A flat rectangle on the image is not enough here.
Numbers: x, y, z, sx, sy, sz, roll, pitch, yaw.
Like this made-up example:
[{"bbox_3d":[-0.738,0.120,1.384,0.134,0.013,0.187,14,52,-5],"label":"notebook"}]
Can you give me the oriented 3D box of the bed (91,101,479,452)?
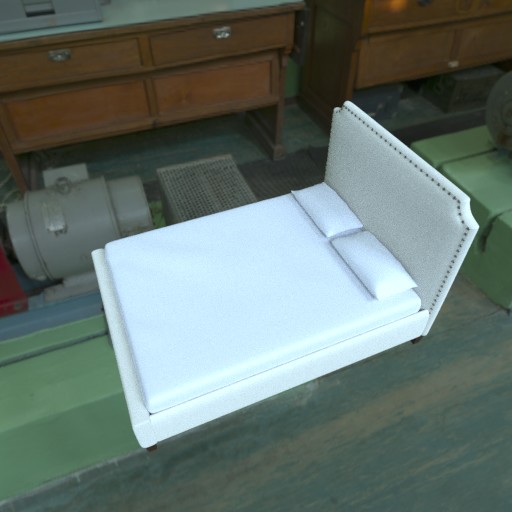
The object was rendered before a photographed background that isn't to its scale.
[{"bbox_3d":[0.000,0.000,3.404,2.372,1.443,1.712,-17,48,-16],"label":"bed"}]
